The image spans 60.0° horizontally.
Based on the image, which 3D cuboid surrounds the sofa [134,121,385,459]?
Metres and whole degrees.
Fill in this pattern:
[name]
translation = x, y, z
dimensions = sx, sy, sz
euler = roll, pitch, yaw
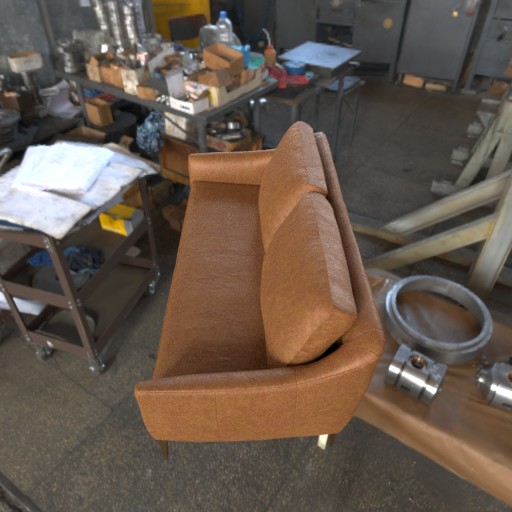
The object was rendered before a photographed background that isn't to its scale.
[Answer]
[sofa]
translation = 0.000, 0.000, 2.587
dimensions = 0.981, 0.945, 2.036
euler = 0, 40, 0
